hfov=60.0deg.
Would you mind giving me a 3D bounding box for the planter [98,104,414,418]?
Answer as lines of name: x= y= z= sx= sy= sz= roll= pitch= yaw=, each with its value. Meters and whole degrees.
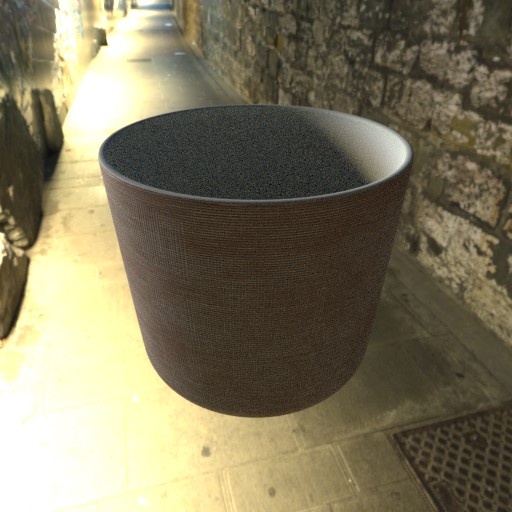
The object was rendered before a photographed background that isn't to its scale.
planter: x=0.000 y=0.000 z=0.747 sx=0.440 sy=0.398 sz=0.440 roll=0 pitch=32 yaw=0
